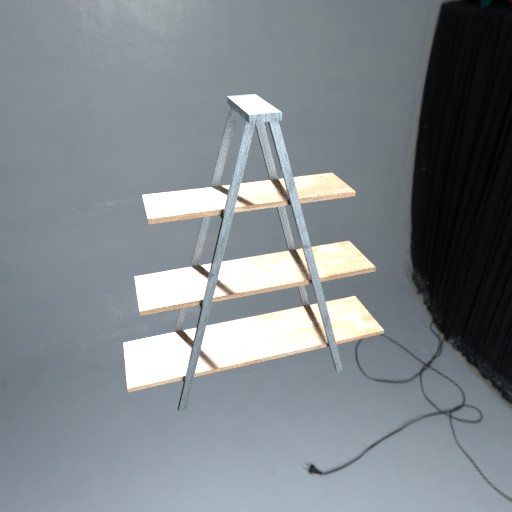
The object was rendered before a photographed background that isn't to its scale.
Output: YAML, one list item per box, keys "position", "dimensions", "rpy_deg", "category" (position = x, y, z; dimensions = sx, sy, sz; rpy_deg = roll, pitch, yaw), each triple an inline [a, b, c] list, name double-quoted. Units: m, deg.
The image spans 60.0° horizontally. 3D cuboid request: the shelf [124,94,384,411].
- position: [0.000, 0.000, 2.706]
  dimensions: [1.746, 1.808, 0.508]
  rpy_deg: [-9, 33, -15]
  category: "shelf"
